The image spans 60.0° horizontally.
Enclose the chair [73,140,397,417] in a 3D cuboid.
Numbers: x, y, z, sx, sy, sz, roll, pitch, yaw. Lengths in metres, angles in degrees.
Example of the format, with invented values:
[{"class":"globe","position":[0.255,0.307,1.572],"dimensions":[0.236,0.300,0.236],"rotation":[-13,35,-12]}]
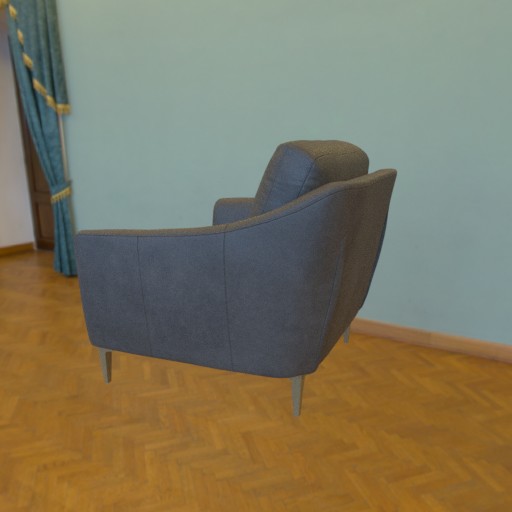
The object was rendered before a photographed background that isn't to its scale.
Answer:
[{"class":"chair","position":[0.000,0.000,1.776],"dimensions":[0.961,0.901,0.988],"rotation":[7,17,26]}]
